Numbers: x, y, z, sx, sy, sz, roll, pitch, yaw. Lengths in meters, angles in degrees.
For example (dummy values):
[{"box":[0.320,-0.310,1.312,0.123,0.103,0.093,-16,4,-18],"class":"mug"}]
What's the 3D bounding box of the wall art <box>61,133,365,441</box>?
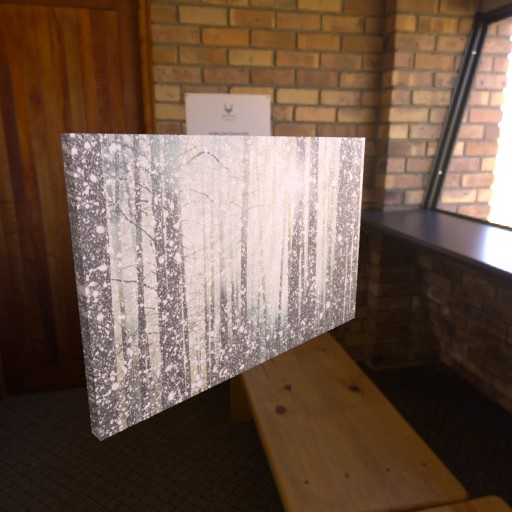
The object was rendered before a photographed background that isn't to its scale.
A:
[{"box":[0.000,0.000,1.146,0.919,0.598,0.038,-14,20,-43],"class":"wall art"}]
